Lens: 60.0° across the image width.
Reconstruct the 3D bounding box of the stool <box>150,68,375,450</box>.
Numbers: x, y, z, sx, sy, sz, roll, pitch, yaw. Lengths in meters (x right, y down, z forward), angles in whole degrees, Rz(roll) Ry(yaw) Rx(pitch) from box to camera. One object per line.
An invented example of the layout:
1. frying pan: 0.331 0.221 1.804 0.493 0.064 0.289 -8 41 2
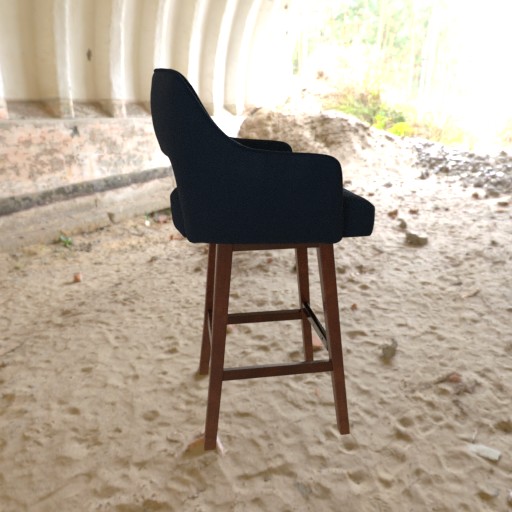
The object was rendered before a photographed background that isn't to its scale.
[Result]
1. stool: 0.000 0.000 1.352 0.560 1.041 0.550 -3 18 -9
